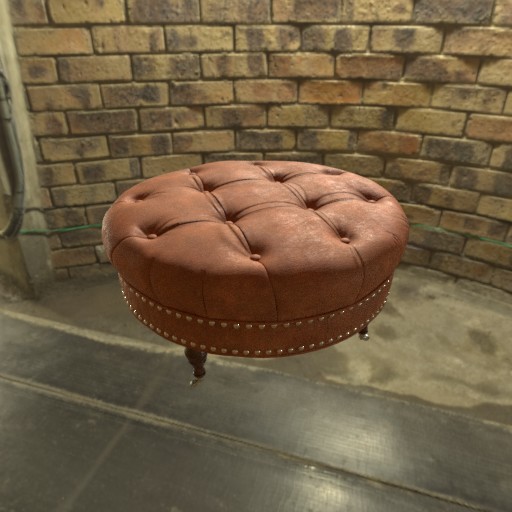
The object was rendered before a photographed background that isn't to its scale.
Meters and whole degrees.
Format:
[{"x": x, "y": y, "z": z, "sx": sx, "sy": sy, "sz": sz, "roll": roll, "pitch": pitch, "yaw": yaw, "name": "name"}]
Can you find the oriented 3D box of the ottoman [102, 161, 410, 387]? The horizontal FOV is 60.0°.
[{"x": 0.000, "y": 0.000, "z": 1.425, "sx": 0.901, "sy": 0.444, "sz": 0.901, "roll": 0, "pitch": 29, "yaw": 0, "name": "ottoman"}]
